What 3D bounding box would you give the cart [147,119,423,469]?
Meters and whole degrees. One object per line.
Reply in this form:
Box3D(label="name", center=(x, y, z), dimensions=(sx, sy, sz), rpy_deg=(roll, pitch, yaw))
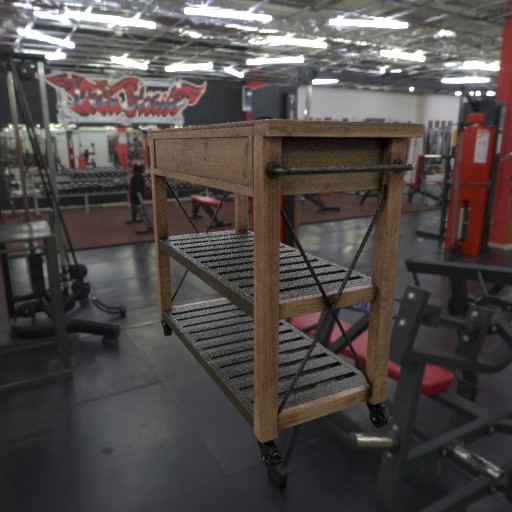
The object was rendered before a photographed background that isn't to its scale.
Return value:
Box3D(label="cart", center=(0.000, 0.000, 0.998), dimensions=(0.298, 0.554, 0.686), rpy_deg=(-7, 16, -26))
